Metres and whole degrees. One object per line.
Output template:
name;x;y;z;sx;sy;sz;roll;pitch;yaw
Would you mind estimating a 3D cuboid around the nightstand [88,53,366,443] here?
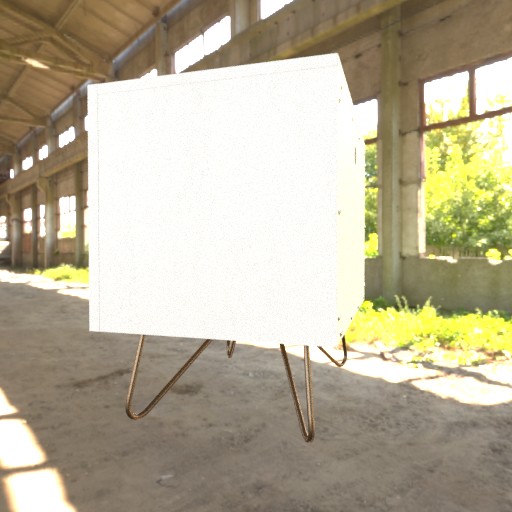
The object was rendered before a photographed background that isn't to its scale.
nightstand;0.000;0.000;1.007;0.447;0.604;0.614;0;1;17
